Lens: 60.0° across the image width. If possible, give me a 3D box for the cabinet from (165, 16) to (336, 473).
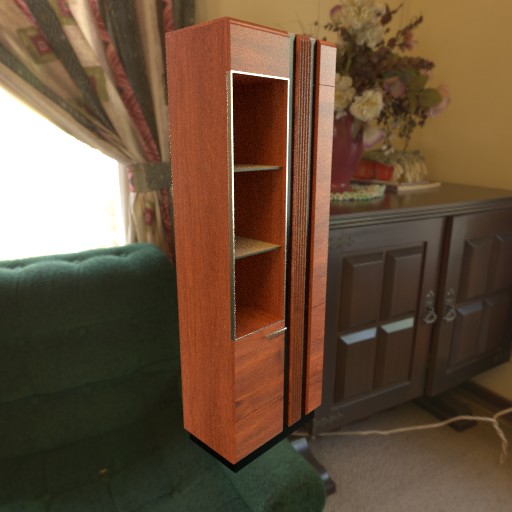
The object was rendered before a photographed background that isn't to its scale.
[{"bbox_3d":[0.000,0.000,2.199,0.420,1.980,0.660,14,21,43],"label":"cabinet"}]
